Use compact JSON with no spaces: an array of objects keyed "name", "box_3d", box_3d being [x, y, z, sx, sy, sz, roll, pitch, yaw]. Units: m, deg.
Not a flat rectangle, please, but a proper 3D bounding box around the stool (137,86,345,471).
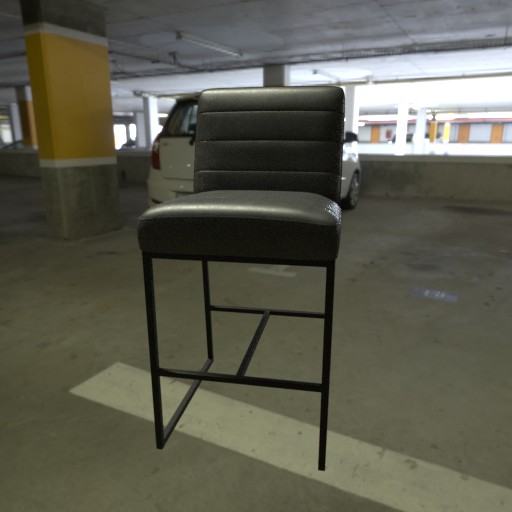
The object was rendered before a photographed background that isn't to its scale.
[{"name":"stool","box_3d":[0.000,0.000,1.241,0.457,0.938,0.552,3,15,10]}]
